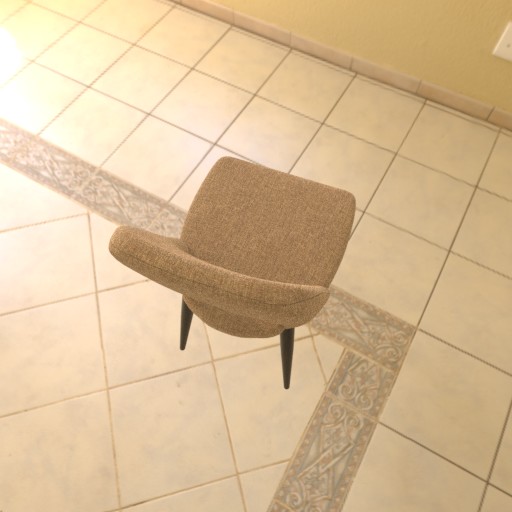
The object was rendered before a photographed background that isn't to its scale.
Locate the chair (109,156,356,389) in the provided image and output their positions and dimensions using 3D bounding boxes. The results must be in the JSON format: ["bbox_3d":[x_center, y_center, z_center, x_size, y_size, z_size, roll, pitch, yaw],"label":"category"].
[{"bbox_3d":[0.000,0.000,1.265,0.470,0.931,0.612,18,64,9],"label":"chair"}]
